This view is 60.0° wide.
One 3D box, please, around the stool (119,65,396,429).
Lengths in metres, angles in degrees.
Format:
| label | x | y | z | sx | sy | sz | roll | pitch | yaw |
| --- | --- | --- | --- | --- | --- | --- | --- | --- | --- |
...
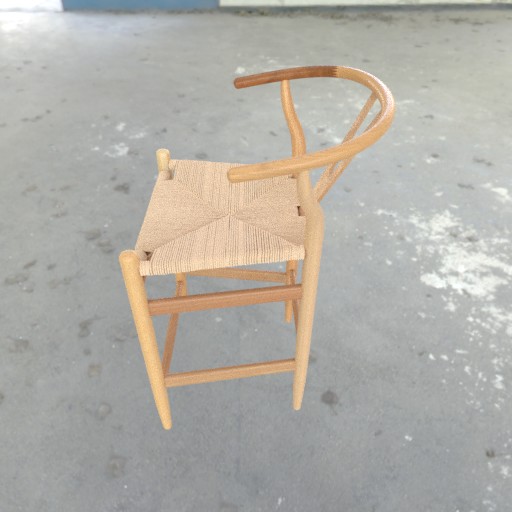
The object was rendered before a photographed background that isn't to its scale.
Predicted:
| label | x | y | z | sx | sy | sz | roll | pitch | yaw |
| --- | --- | --- | --- | --- | --- | --- | --- | --- | --- |
| stool | 0.000 | 0.000 | 1.232 | 0.575 | 0.923 | 0.536 | -1 | 39 | -1 |
